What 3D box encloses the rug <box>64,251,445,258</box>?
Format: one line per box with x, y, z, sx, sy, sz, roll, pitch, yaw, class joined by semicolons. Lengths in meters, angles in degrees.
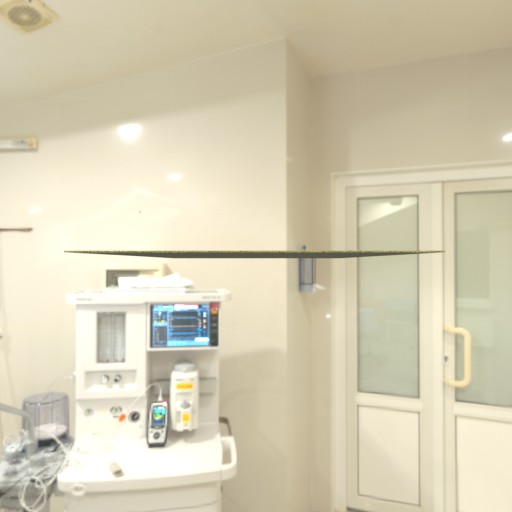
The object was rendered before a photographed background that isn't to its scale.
0.000;0.000;2.917;1.529;0.007;2.297;0;-1;0;rug
